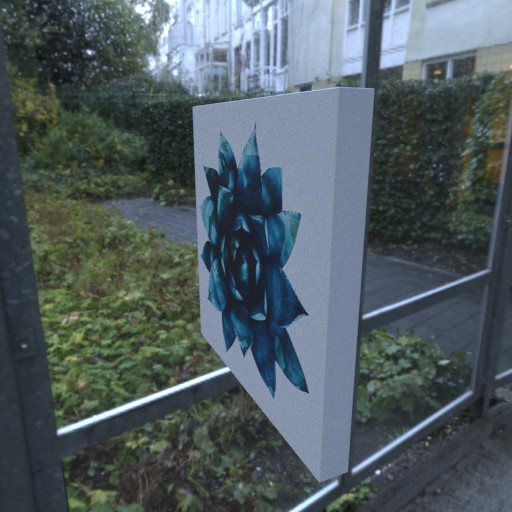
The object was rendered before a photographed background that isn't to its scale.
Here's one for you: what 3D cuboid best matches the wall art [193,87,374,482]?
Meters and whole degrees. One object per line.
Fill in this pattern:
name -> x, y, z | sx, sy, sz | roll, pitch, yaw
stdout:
wall art -> 0.000, 0.000, 0.613 | 0.038, 0.406, 0.406 | -7, 18, -24
